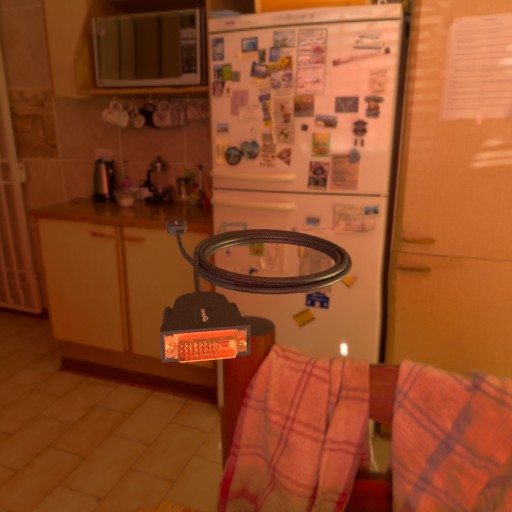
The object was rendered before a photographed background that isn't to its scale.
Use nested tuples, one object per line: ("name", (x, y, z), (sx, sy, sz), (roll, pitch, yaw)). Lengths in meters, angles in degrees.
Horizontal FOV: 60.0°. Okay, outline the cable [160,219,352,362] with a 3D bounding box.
("cable", (0.000, 0.000, 0.332), (0.136, 0.015, 0.281), (-3, 16, -10))
